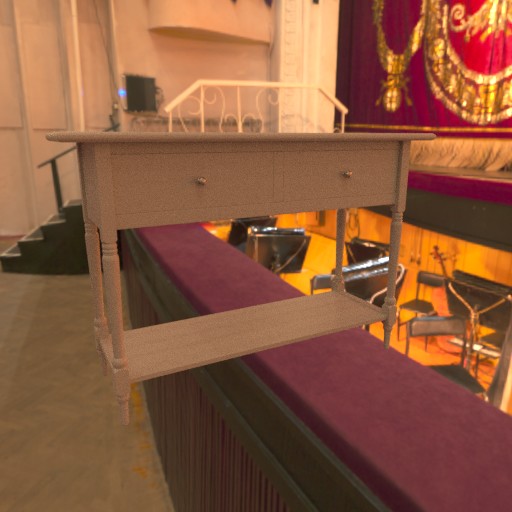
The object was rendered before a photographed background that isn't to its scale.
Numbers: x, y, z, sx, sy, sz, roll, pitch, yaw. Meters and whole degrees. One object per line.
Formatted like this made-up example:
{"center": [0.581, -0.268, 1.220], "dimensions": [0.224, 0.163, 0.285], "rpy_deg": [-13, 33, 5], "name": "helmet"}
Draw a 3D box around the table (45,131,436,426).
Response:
{"center": [0.000, 0.000, 1.513], "dimensions": [1.197, 0.808, 0.384], "rpy_deg": [-8, 17, -27], "name": "table"}
